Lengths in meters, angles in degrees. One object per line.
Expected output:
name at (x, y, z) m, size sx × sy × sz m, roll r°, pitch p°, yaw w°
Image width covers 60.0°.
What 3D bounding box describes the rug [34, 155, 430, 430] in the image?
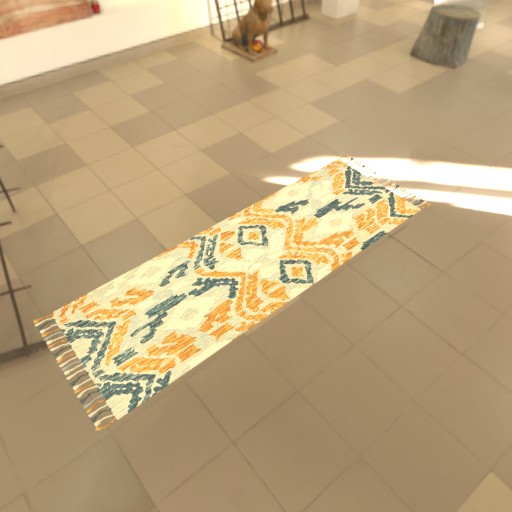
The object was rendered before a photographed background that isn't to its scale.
rug at (0.000, 0.000, 2.679) m, size 2.437 × 0.010 × 0.783 m, roll -31°, pitch 54°, yaw -26°
